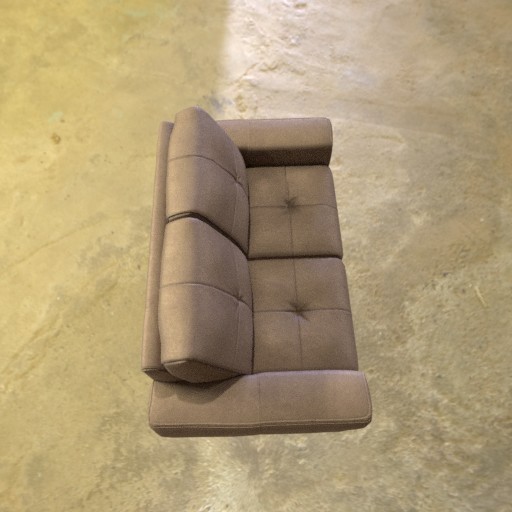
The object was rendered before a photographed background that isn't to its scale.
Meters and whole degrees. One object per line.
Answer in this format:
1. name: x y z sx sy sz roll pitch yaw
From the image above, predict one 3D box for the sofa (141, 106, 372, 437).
1. sofa: 0.000 0.000 2.408 1.018 0.907 1.806 -2 64 -1
